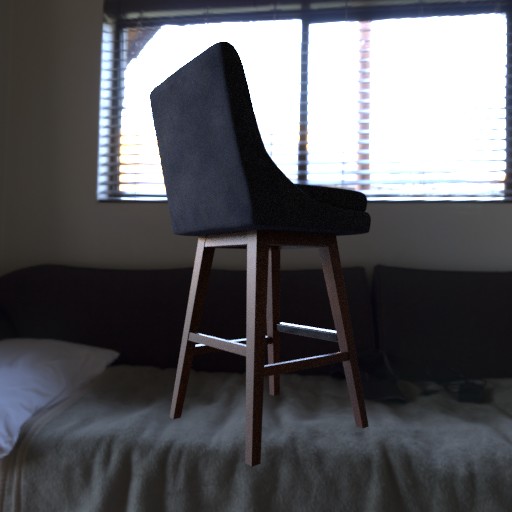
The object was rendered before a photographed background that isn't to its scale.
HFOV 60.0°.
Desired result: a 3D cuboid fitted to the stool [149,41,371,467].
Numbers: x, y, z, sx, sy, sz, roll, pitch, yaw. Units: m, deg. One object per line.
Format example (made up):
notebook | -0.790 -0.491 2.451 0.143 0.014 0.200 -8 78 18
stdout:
stool | 0.000 0.000 1.409 0.572 1.068 0.489 1 -1 -37
